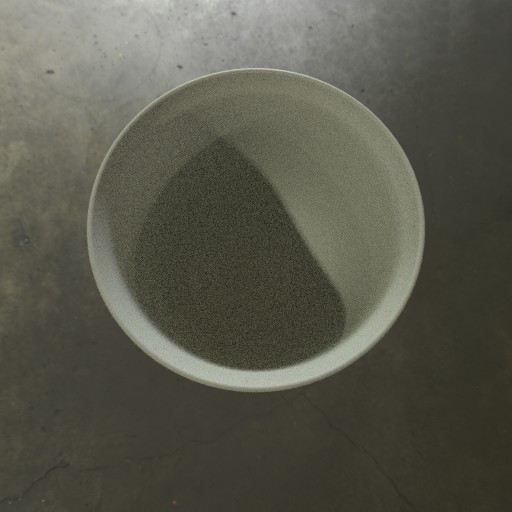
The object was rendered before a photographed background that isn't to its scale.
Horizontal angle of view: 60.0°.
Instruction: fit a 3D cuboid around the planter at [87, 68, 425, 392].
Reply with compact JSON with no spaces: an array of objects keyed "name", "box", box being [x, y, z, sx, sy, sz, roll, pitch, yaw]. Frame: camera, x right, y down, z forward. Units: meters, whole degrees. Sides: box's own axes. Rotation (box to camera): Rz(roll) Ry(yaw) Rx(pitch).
[{"name":"planter","box":[0.000,0.000,0.371,0.204,0.214,0.204,0,77,0]}]
